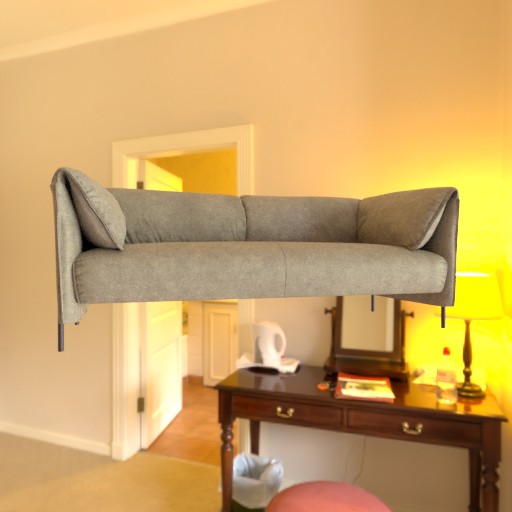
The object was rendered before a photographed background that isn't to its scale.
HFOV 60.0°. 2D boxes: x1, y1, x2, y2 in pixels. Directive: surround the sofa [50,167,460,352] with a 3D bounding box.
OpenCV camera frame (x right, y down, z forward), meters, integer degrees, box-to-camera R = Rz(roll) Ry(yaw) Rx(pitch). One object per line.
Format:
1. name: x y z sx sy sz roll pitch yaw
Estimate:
1. sofa: 0.000 0.000 2.335 1.878 0.747 0.905 0 1 -17
